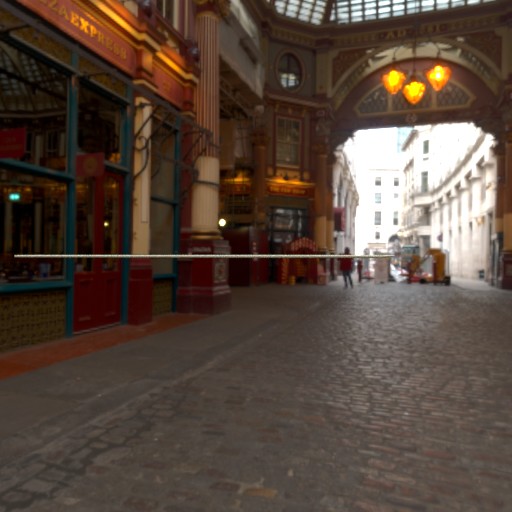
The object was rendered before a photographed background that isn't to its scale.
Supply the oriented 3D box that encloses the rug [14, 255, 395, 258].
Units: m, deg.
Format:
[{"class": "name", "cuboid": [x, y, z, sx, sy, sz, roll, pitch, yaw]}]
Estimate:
[{"class": "rug", "cuboid": [0.000, 0.000, 4.180, 2.452, 0.016, 3.204, 0, 0, 18]}]
